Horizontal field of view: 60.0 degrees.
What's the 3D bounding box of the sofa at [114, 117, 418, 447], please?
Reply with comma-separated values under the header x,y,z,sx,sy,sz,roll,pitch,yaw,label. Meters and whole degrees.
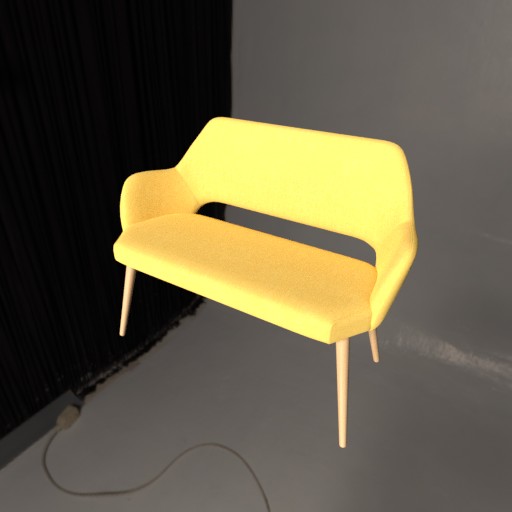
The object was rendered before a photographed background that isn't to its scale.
x,y,z,sx,sy,sz,roll,pitch,yaw,label
0.000,0.000,1.664,1.150,0.840,0.610,18,34,28,sofa
